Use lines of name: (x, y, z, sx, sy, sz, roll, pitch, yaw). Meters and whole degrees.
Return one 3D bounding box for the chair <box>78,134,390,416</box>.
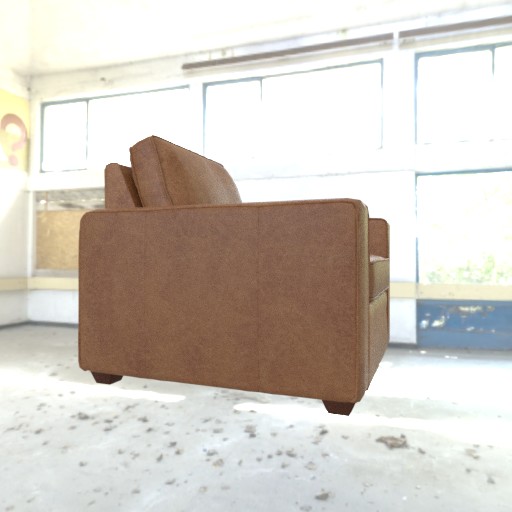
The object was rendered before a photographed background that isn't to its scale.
chair: (0.000, 0.000, 1.799, 1.027, 0.901, 0.987, 0, 0, 18)
